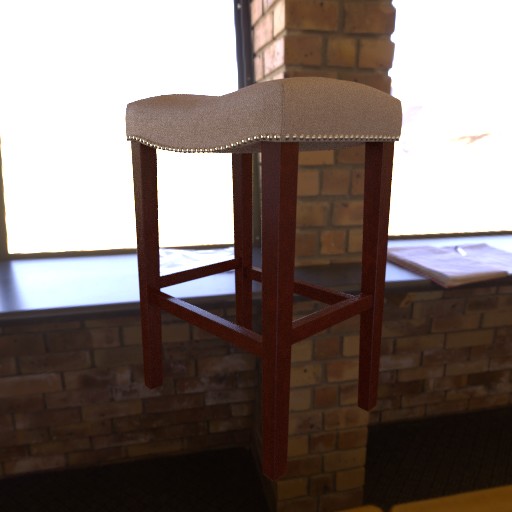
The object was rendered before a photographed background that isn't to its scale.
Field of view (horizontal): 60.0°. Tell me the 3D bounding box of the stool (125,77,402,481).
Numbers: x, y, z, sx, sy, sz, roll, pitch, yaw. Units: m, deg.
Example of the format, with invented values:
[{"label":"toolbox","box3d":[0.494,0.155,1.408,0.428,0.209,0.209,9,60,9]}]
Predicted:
[{"label":"stool","box3d":[0.000,0.000,1.043,0.372,0.742,0.504,-14,20,-42]}]
